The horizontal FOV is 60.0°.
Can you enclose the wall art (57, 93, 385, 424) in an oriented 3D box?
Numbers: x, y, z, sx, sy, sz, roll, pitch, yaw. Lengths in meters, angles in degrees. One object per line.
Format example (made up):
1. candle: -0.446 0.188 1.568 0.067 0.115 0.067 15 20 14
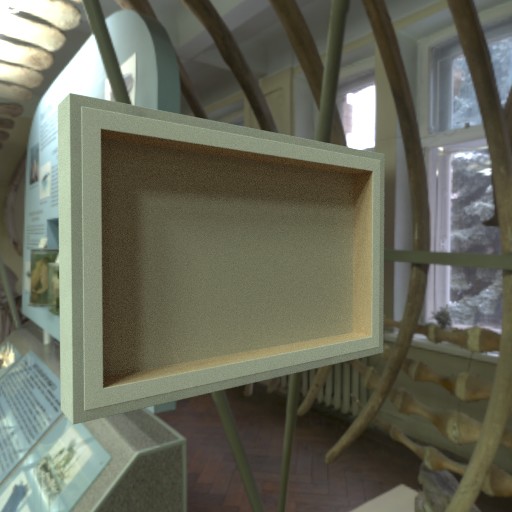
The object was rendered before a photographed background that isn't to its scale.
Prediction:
1. wall art: 0.000 0.000 0.468 0.381 0.254 0.038 -1 2 -37
